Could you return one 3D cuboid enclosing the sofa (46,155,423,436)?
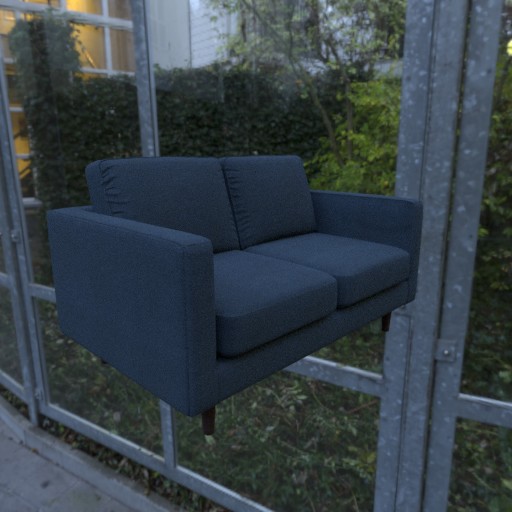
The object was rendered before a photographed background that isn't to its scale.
[{"bbox_3d":[0.000,0.000,2.110,0.999,0.930,1.518,13,19,43],"label":"sofa"}]
